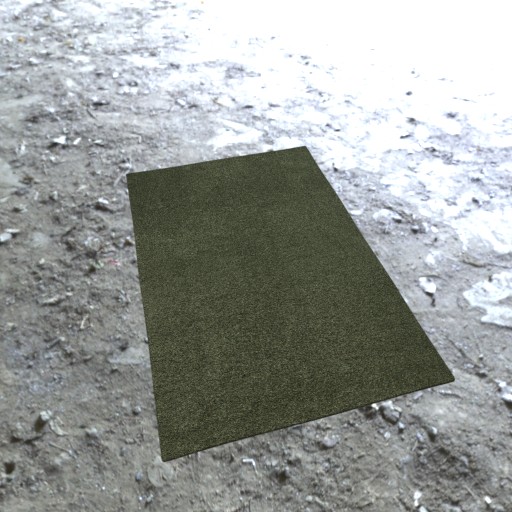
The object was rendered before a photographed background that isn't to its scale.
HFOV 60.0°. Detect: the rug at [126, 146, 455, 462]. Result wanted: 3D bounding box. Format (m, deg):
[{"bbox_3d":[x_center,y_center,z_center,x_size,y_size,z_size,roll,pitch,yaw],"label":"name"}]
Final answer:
[{"bbox_3d":[0.000,0.000,3.455,1.802,0.026,2.699,-11,47,-11],"label":"rug"}]
